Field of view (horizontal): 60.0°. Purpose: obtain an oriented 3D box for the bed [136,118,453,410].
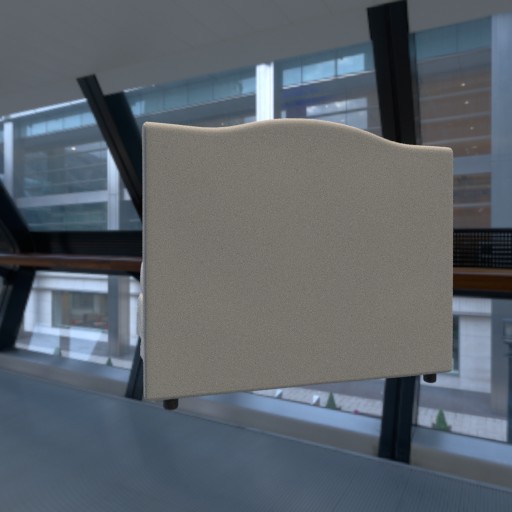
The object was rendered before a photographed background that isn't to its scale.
[{"bbox_3d":[0.000,0.000,3.321,1.753,1.460,2.143,0,0,-17],"label":"bed"}]
